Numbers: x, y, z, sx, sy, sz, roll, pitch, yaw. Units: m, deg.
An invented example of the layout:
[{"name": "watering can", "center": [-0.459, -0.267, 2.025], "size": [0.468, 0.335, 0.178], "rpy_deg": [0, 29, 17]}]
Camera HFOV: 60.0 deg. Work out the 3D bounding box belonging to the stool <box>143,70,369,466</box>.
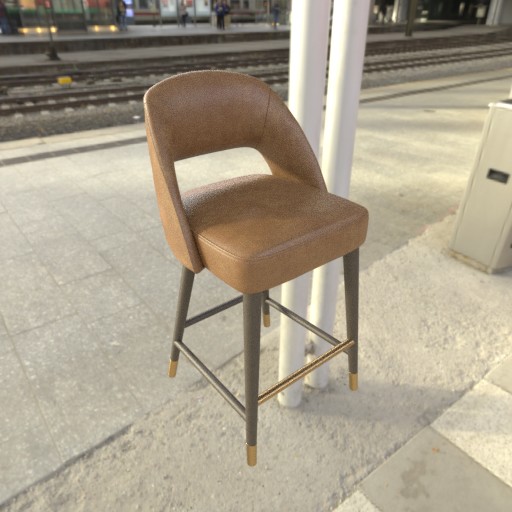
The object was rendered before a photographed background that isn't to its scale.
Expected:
[{"name": "stool", "center": [0.000, 0.000, 1.266], "size": [0.494, 0.940, 0.509], "rpy_deg": [-22, 36, -34]}]
